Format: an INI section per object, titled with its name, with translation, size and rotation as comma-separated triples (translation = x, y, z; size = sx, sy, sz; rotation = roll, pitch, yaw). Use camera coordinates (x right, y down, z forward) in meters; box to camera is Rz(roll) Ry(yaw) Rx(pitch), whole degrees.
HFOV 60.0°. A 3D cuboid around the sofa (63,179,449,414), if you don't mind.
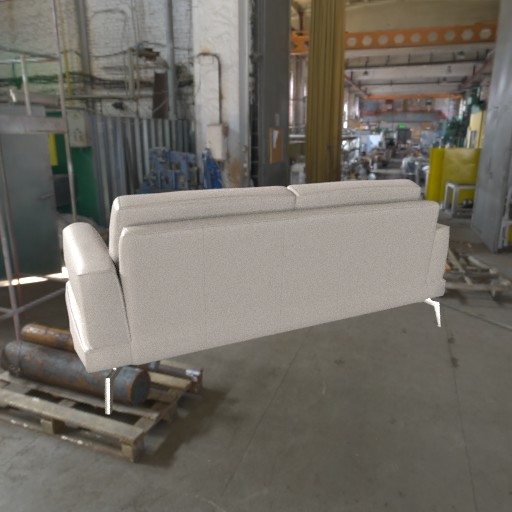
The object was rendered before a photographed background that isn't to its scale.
[sofa]
translation = 0.000, 0.000, 2.710
size = 2.177, 0.930, 1.121
rotation = -8, 17, -25
